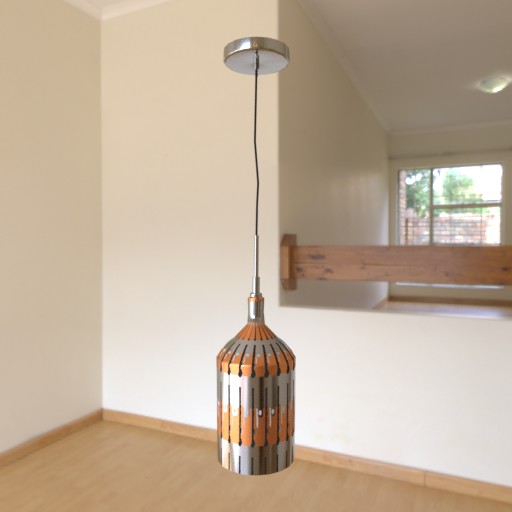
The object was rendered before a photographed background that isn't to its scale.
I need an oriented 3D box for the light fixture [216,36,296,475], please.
[{"bbox_3d":[0.000,0.000,1.685,0.303,1.535,0.303,0,1,0],"label":"light fixture"}]
